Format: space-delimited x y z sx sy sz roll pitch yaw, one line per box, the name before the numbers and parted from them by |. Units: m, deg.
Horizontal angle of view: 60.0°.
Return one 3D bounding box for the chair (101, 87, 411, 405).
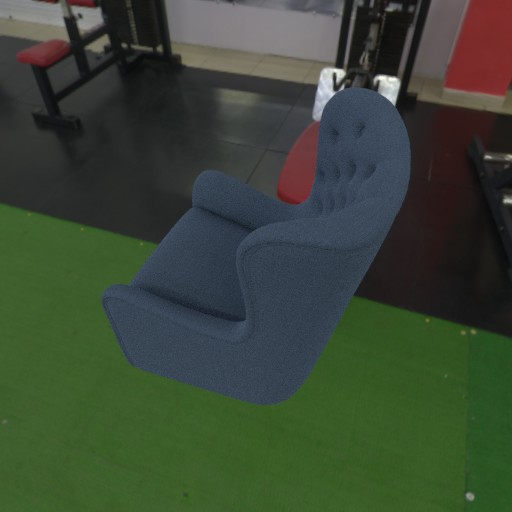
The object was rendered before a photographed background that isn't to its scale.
chair | 0.000 0.000 1.705 0.930 1.079 0.831 16 48 15
